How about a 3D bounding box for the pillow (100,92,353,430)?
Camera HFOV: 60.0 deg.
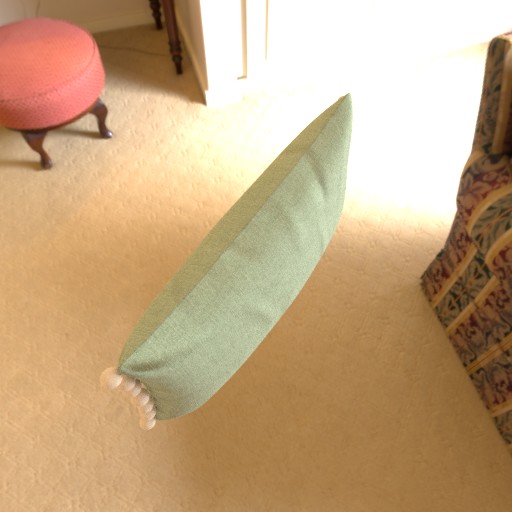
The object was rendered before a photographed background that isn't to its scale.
[{"bbox_3d":[0.000,0.000,0.847,0.201,0.322,0.709,30,63,17],"label":"pillow"}]
